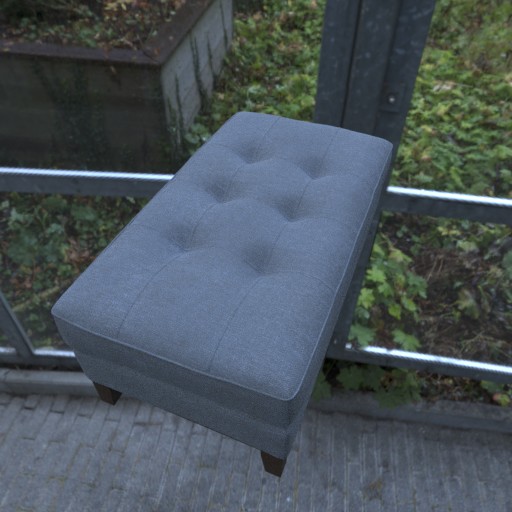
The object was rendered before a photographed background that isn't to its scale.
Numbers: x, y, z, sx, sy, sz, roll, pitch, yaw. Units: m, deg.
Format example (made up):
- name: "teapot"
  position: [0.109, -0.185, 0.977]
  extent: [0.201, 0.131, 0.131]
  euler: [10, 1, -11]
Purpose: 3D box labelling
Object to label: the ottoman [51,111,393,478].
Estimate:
- name: "ottoman"
  position: [0.000, 0.000, 1.483]
  extent: [0.648, 0.514, 1.143]
  euler: [16, 47, 16]
